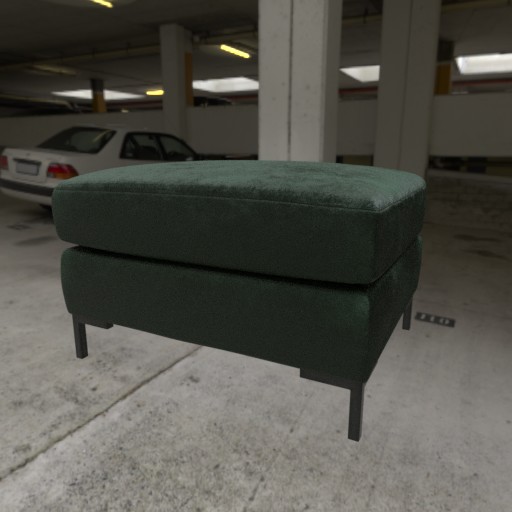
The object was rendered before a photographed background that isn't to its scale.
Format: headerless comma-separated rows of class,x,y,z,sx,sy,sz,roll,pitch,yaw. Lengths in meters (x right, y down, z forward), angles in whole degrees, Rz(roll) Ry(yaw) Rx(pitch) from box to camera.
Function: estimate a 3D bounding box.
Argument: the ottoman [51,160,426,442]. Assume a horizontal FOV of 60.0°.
ottoman,0.000,0.000,1.285,0.839,0.538,0.701,7,15,27
